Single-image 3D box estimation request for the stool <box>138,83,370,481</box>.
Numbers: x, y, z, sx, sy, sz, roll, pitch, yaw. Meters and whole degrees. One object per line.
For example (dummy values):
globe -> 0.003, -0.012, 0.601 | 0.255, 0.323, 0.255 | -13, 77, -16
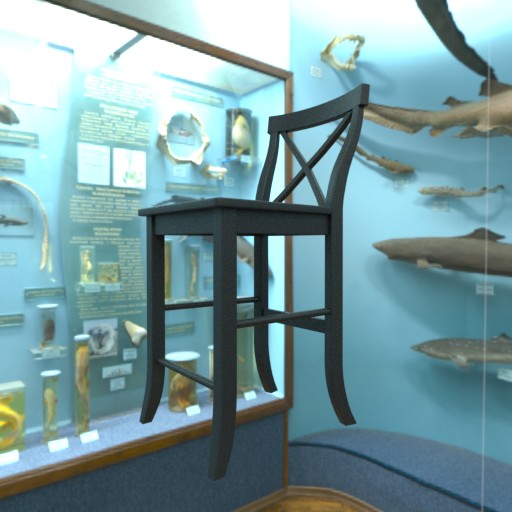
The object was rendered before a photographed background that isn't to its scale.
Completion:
stool -> 0.000, 0.000, 1.312 | 0.559, 0.989, 0.452 | -1, 2, -37
